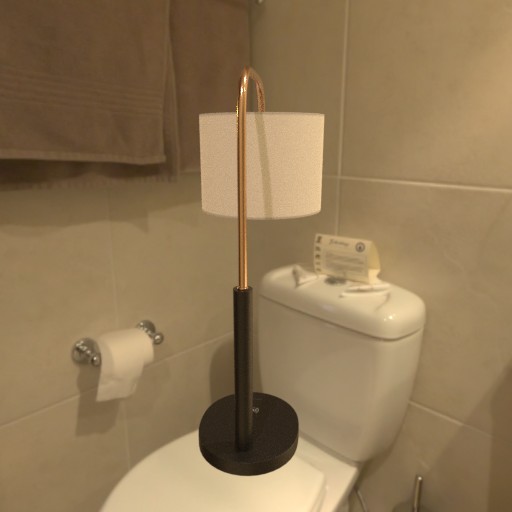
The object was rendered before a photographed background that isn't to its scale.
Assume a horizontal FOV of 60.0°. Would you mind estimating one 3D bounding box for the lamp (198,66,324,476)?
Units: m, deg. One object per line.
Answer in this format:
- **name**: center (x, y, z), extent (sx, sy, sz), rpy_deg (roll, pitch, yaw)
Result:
- **lamp**: center (0.000, 0.000, 0.703), extent (0.199, 0.540, 0.337), rpy_deg (2, 16, 7)
